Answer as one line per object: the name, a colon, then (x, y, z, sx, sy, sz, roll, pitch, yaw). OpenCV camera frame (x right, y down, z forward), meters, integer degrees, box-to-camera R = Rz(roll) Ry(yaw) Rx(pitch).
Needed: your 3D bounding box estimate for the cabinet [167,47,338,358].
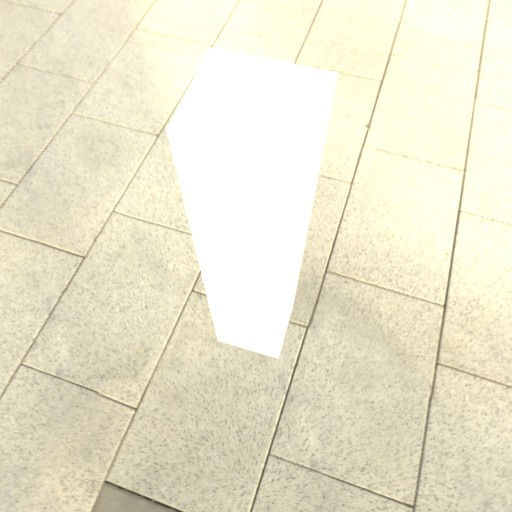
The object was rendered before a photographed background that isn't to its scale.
cabinet: (0.000, 0.000, 1.560, 0.300, 1.400, 0.269, 15, 63, 8)
